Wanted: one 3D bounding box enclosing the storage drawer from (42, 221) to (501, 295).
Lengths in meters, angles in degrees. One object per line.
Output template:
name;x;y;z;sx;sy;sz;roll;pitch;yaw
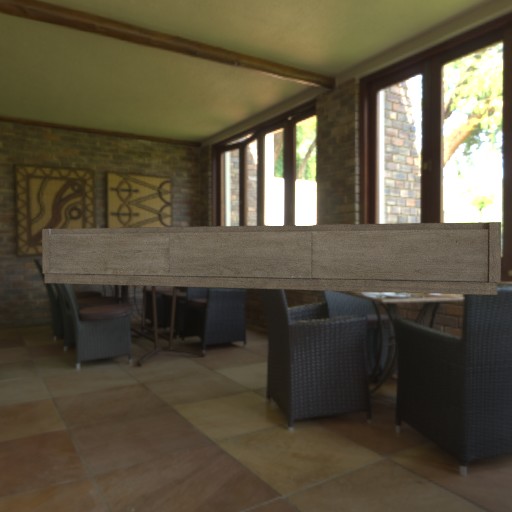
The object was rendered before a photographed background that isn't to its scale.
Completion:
storage drawer;0.000;0.000;2.222;2.072;0.274;0.591;0;1;17
